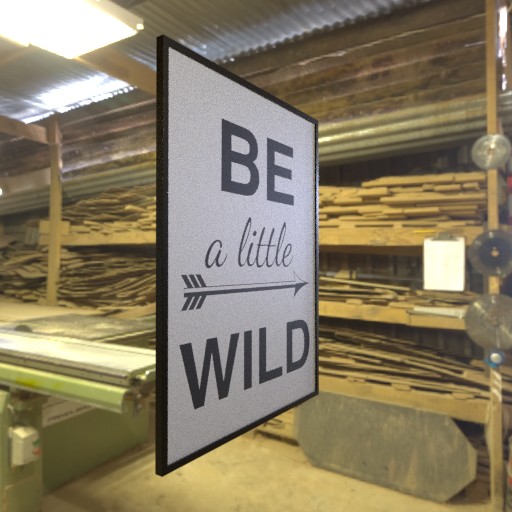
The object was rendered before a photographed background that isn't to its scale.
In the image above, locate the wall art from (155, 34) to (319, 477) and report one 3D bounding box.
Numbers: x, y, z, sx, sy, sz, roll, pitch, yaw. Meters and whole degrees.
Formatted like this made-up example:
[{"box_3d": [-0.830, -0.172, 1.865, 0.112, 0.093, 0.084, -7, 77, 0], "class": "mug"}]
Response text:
[{"box_3d": [0.000, 0.000, 0.767, 0.013, 0.582, 0.442, 0, -1, 35], "class": "wall art"}]
